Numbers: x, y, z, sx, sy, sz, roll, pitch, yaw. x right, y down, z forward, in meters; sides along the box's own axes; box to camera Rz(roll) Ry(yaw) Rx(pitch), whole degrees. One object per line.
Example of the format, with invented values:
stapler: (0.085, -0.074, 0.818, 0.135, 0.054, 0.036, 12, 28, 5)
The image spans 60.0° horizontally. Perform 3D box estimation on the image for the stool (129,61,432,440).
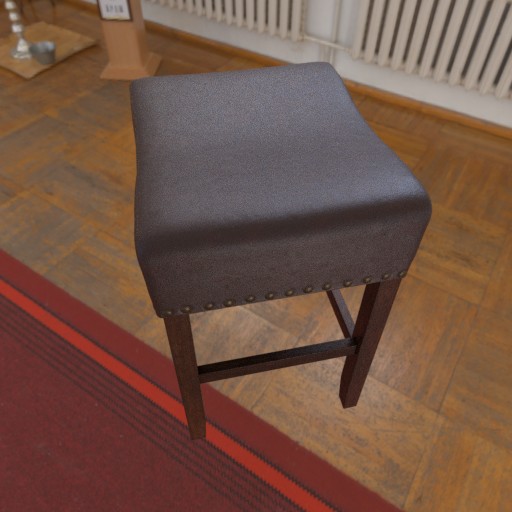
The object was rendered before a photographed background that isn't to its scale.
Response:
stool: (0.000, 0.000, 0.922, 0.397, 0.608, 0.465, -9, 47, -8)
